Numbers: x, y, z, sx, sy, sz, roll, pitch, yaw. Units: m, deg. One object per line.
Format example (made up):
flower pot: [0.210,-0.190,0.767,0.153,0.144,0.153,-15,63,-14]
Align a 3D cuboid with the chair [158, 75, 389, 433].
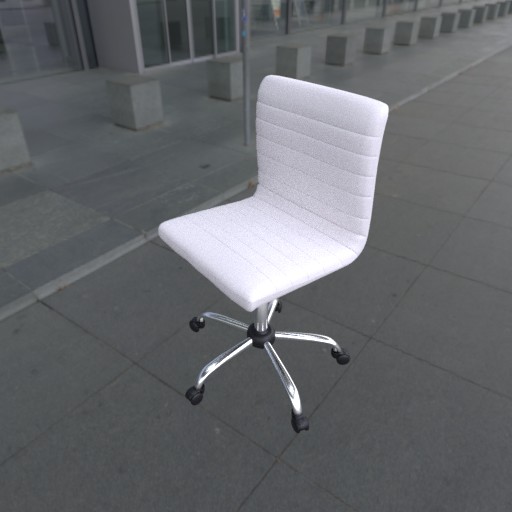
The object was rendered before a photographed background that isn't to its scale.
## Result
chair: [0.000,0.000,1.082,0.455,0.750,0.520,-23,39,-31]
